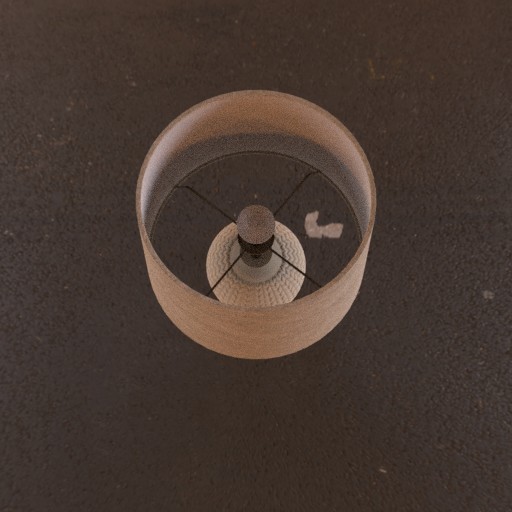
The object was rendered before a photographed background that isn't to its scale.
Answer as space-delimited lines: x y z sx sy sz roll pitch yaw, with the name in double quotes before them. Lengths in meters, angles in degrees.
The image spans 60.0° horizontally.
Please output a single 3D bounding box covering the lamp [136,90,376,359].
"lamp" 0.000 0.000 0.845 0.390 0.580 0.390 0 74 0
